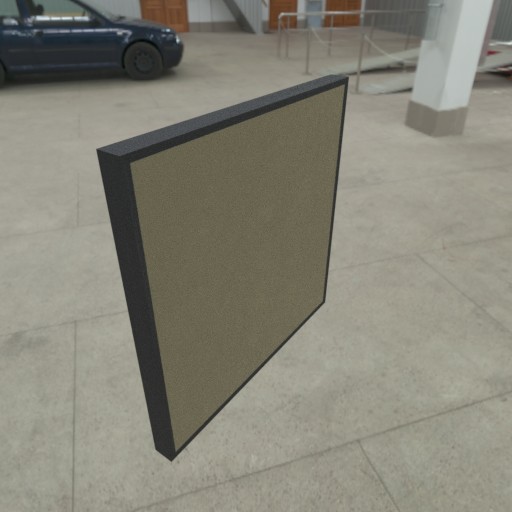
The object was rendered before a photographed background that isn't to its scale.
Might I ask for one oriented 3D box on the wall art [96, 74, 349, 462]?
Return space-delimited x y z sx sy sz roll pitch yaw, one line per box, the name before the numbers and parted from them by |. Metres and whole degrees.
wall art | 0.000 0.000 0.757 0.037 0.507 0.509 21 38 30
